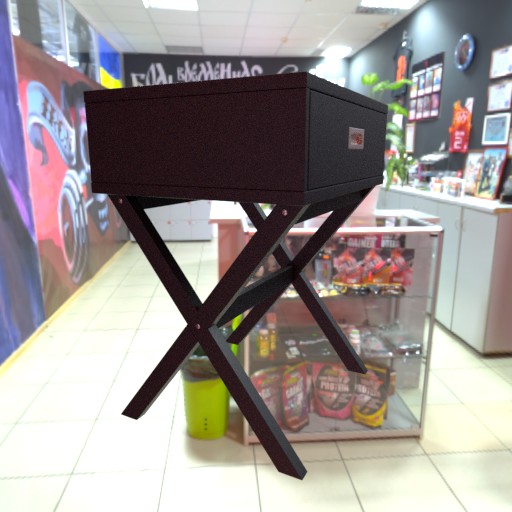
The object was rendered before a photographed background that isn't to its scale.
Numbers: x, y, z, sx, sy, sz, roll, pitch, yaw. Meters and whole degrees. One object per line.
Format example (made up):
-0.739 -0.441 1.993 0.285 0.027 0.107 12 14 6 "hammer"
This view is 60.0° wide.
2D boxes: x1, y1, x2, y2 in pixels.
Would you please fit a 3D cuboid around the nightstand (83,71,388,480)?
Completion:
0.000 0.000 0.927 0.402 0.623 0.479 7 15 27 "nightstand"
